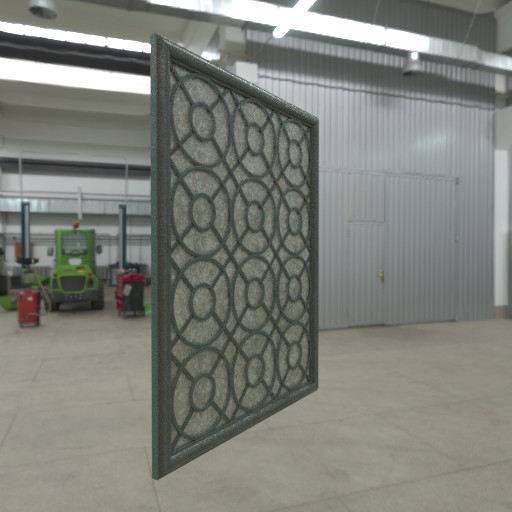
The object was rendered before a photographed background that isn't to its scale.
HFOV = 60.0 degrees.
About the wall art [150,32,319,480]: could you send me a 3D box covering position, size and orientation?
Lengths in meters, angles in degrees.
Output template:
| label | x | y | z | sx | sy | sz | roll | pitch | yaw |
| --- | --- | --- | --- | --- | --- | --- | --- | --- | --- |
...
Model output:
| label | x | y | z | sx | sy | sz | roll | pitch | yaw |
| --- | --- | --- | --- | --- | --- | --- | --- | --- | --- |
| wall art | 0.000 | 0.000 | 1.287 | 0.030 | 0.983 | 0.767 | 1 | 1 | 35 |
